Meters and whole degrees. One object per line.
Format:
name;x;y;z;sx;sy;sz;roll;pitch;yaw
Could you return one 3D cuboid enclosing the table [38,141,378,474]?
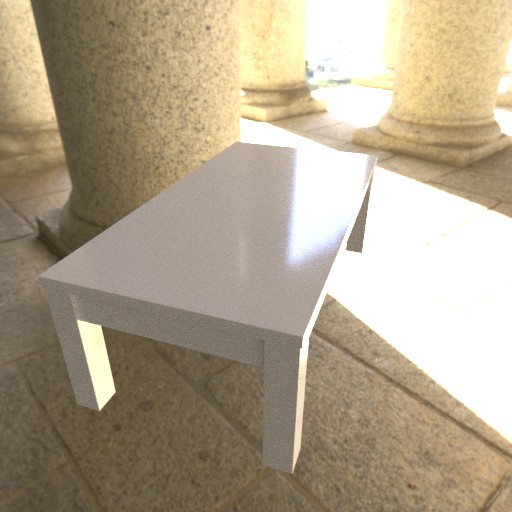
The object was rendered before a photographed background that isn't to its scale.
table;0.000;0.000;1.697;0.700;0.470;1.350;10;31;17
